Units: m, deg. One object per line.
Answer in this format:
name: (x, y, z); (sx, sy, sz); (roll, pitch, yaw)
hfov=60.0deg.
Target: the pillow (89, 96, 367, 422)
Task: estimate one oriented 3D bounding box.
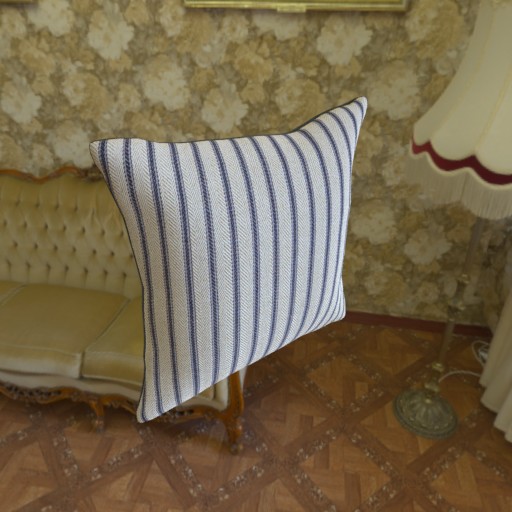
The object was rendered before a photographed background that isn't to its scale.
pillow: (0.000, 0.000, 0.712); (0.468, 0.444, 0.138); (-20, 35, -32)
